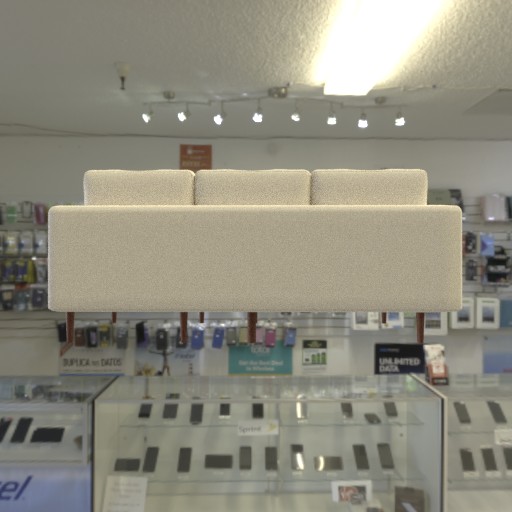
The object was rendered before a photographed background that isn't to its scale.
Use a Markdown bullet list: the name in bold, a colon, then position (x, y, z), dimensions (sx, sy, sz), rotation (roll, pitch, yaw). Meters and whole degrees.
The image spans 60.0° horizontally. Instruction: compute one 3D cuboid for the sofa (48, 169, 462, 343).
- **sofa**: position (0.000, 0.000, 2.923), dimensions (2.029, 0.899, 1.580), rotation (0, 0, 1)
